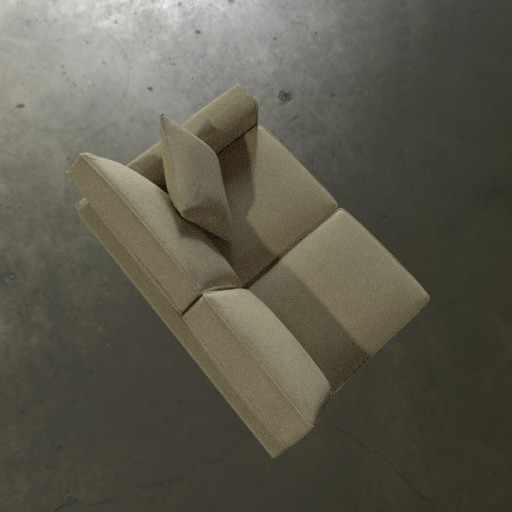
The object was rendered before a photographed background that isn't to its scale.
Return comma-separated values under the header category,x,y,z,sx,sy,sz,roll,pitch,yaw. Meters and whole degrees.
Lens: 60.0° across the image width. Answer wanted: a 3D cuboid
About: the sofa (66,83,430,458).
category,x,y,z,sx,sy,sz,roll,pitch,yaw
sofa,0.000,0.000,2.084,0.991,0.989,1.388,-40,79,-9
